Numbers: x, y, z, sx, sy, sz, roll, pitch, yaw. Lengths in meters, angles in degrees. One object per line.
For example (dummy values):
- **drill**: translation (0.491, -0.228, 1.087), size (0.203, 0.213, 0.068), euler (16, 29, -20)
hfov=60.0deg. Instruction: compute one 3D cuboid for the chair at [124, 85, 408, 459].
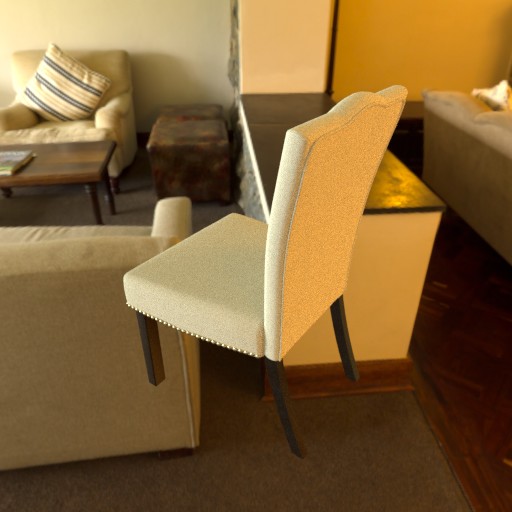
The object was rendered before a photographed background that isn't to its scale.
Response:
- **chair**: translation (0.000, 0.000, 1.261), size (0.589, 0.946, 0.518), euler (21, 37, 30)
